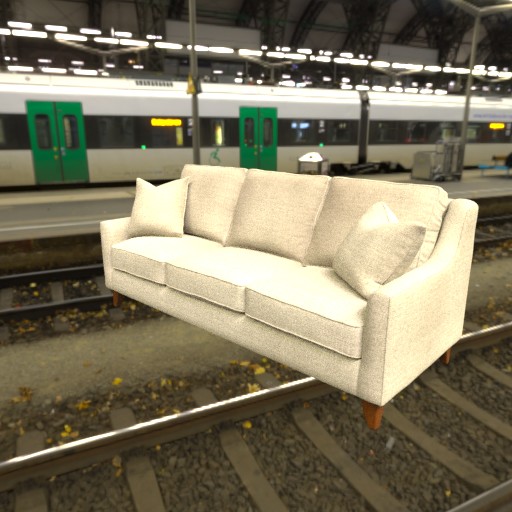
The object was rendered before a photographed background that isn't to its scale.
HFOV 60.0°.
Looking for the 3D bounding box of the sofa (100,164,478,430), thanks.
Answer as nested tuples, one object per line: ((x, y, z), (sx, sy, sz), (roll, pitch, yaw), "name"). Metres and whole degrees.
((0.000, 0.000, 2.489), (2.031, 0.914, 0.865), (14, 20, 41), "sofa")
